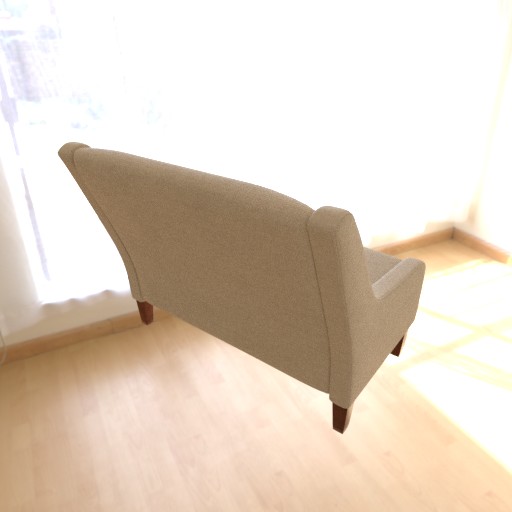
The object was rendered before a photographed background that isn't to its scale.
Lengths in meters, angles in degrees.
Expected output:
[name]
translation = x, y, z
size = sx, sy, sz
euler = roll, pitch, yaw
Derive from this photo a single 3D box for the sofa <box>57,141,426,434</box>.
[sofa]
translation = 0.000, 0.000, 1.912
size = 1.212, 0.976, 0.946
euler = 20, 34, 33
